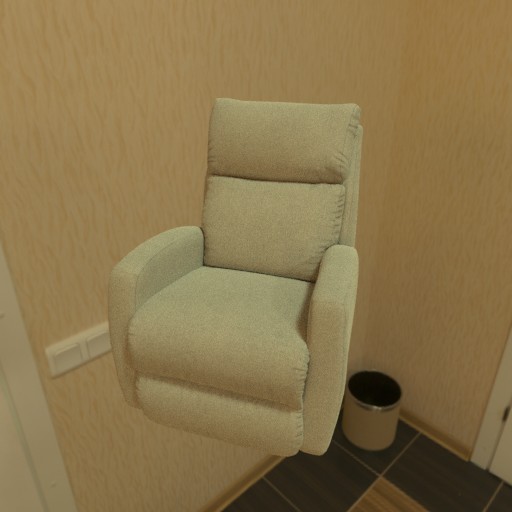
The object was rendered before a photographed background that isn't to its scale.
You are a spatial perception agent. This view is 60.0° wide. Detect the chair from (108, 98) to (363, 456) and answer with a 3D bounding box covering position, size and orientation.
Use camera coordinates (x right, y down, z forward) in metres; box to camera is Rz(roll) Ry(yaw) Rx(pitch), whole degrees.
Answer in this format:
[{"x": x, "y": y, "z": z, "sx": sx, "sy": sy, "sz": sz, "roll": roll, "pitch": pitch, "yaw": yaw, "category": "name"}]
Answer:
[{"x": 0.000, "y": 0.000, "z": 1.659, "sx": 0.794, "sy": 1.021, "sz": 0.940, "roll": 8, "pitch": 28, "yaw": 16, "category": "chair"}]
